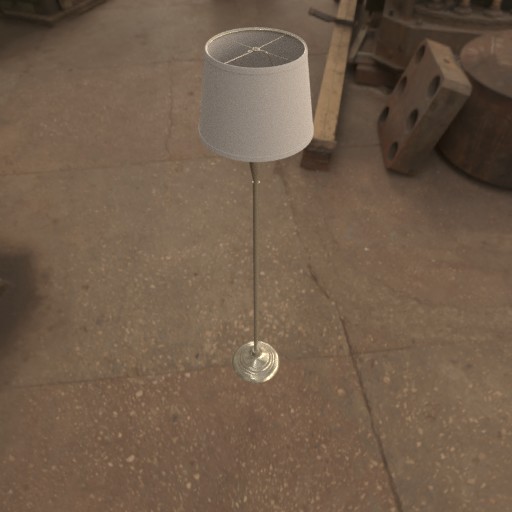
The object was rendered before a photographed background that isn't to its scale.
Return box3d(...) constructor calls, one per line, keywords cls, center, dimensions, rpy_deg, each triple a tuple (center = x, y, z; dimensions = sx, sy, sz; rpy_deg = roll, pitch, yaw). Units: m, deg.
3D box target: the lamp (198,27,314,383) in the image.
box3d(cls="lamp", center=(0.000, 0.000, 1.642), dimensions=(0.327, 1.506, 0.327), rpy_deg=(-3, 47, -3))
